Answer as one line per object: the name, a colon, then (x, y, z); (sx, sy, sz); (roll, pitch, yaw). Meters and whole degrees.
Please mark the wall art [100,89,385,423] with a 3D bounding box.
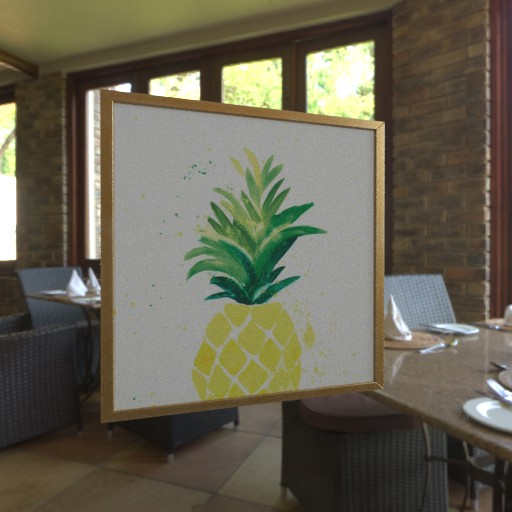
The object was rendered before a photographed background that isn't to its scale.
wall art: (0.000, 0.000, 1.151); (0.762, 0.760, 0.037); (0, 0, -20)
